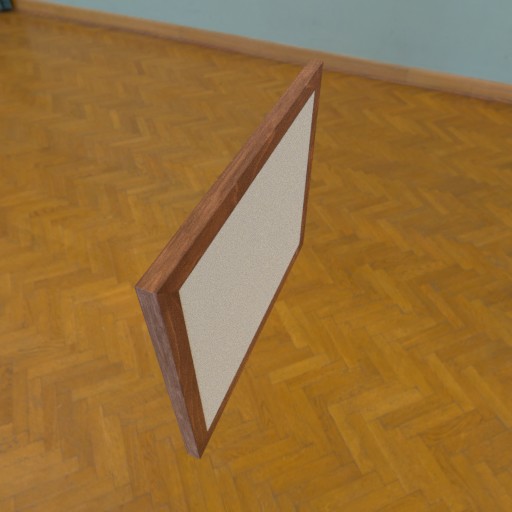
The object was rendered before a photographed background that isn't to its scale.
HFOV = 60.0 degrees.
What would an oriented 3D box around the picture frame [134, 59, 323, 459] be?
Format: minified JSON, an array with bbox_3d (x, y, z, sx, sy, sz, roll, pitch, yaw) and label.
[{"bbox_3d":[0.000,0.000,0.771,0.025,0.457,0.559,17,49,15],"label":"picture frame"}]
